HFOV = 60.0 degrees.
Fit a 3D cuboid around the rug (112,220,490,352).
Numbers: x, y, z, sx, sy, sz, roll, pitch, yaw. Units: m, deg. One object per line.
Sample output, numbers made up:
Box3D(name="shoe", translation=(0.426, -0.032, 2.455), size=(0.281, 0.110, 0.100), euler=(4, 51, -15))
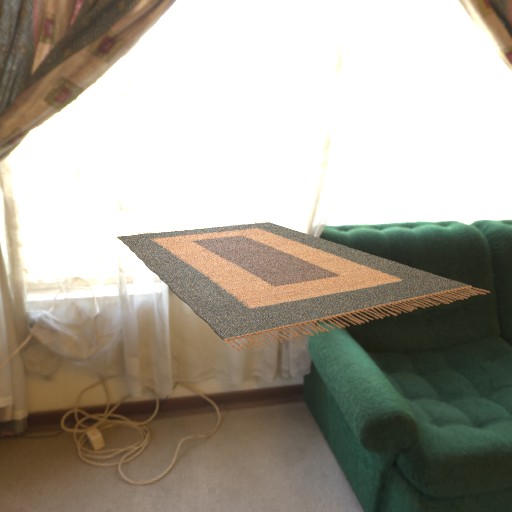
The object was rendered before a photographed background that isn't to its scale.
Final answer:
Box3D(name="rug", translation=(0.000, 0.000, 1.886), size=(0.920, 0.013, 1.541), euler=(-7, 16, -27))
